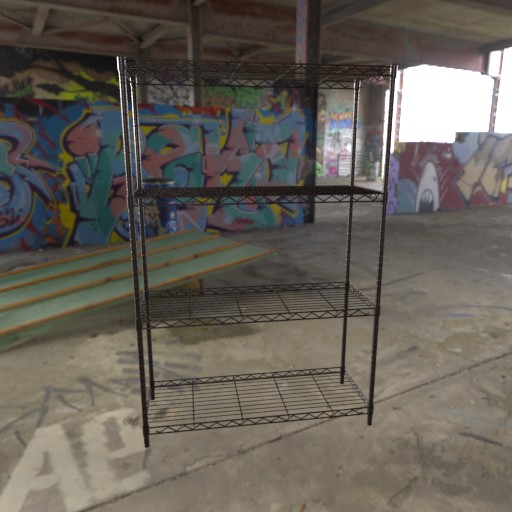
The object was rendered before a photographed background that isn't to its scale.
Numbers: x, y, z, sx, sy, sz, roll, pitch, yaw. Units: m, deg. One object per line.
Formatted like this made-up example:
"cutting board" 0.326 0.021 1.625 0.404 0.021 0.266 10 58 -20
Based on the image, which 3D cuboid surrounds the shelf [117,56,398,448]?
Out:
"shelf" 0.000 0.000 1.733 0.907 1.361 0.352 -2 14 -9
